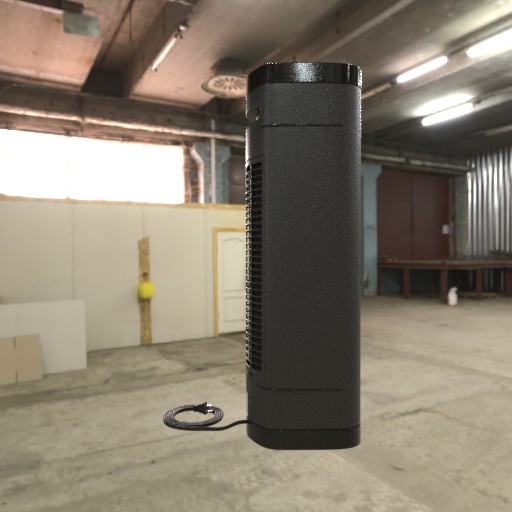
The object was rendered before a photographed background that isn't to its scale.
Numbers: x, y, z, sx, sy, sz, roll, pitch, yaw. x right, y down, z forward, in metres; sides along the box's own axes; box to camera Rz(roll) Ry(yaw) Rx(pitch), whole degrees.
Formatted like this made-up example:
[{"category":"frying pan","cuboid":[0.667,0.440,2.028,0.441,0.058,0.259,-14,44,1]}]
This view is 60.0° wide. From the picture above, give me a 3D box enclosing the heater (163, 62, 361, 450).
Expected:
[{"category":"heater","cuboid":[0.000,0.000,0.713,0.312,0.552,0.174,0,0,-1]}]
